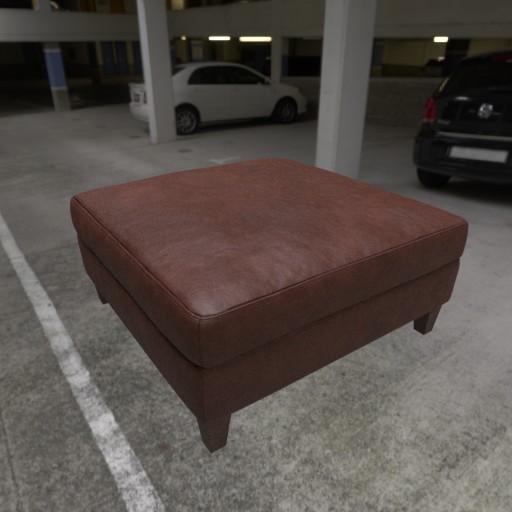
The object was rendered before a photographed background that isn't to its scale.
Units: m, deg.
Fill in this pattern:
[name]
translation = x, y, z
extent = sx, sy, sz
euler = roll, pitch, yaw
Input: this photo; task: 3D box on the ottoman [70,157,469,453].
[ottoman]
translation = 0.000, 0.000, 1.311
extent = 0.844, 0.415, 0.836
euler = -17, 31, -31
